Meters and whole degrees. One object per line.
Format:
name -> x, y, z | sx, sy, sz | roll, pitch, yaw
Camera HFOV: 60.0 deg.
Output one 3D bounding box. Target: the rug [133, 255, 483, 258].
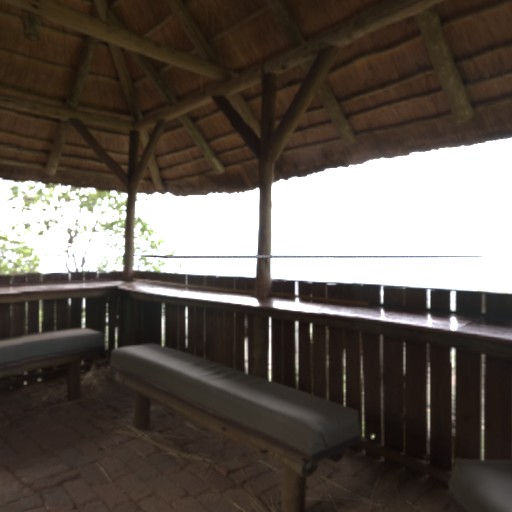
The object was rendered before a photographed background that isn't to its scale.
rug -> 0.000, 0.000, 3.061 | 1.523, 0.008, 2.438 | 0, 0, -18
